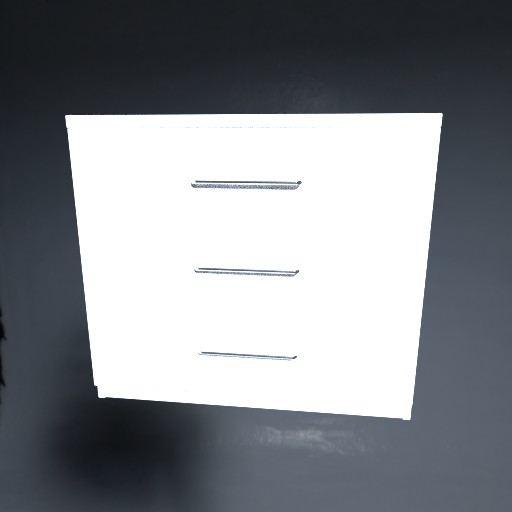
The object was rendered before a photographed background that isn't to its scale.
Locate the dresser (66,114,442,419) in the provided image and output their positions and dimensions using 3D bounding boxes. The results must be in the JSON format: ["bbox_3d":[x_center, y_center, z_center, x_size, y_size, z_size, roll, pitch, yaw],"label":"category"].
[{"bbox_3d":[0.000,0.000,1.247,0.830,0.740,0.420,2,15,7],"label":"dresser"}]
